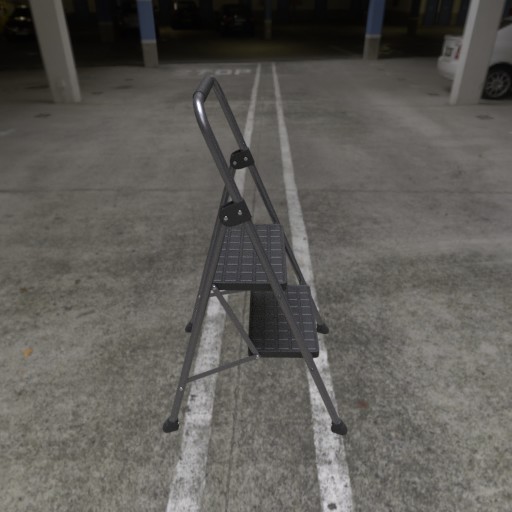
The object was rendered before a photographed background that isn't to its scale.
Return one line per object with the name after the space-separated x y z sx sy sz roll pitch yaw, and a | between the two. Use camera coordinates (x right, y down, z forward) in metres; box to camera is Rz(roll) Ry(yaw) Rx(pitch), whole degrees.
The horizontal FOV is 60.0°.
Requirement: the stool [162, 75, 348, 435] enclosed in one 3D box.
0.000 0.000 1.177 0.514 0.872 0.450 0 32 1 | stool
